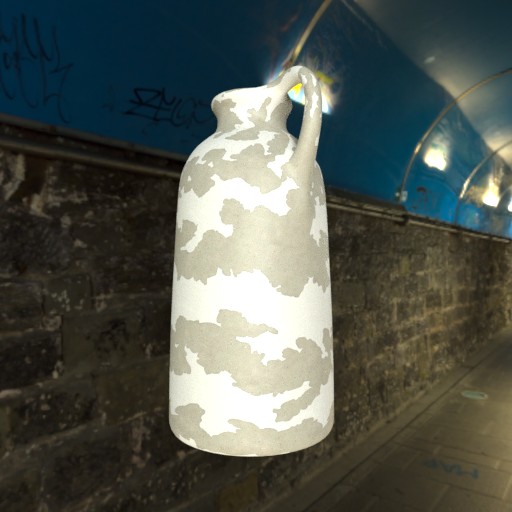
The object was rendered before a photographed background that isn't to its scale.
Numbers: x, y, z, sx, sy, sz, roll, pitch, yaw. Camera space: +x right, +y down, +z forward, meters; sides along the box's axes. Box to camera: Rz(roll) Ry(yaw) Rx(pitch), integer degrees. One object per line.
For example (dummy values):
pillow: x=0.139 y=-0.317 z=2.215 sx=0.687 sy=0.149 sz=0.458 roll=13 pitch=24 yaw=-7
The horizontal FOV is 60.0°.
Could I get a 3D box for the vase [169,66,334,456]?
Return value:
vase: x=0.000 y=0.000 z=0.501 sx=0.186 sy=0.382 sz=0.203 roll=0 pitch=0 yaw=-37
